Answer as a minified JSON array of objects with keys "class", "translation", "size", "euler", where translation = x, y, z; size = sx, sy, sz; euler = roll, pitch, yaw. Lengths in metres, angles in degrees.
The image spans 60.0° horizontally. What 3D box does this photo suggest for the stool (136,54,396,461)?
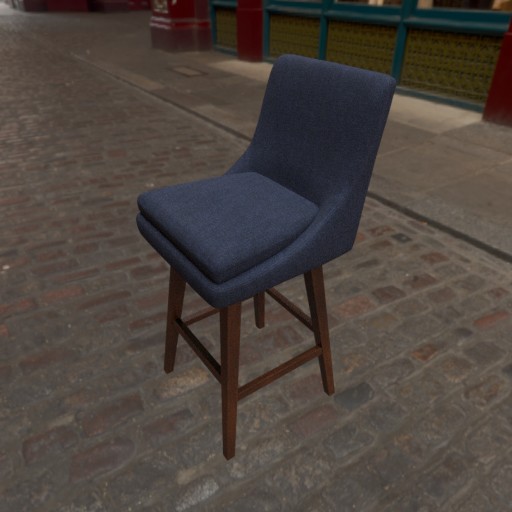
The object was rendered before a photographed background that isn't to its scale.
[{"class":"stool","translation":[0.000,0.000,1.376],"size":[0.572,1.068,0.489],"euler":[-21,39,-29]}]
